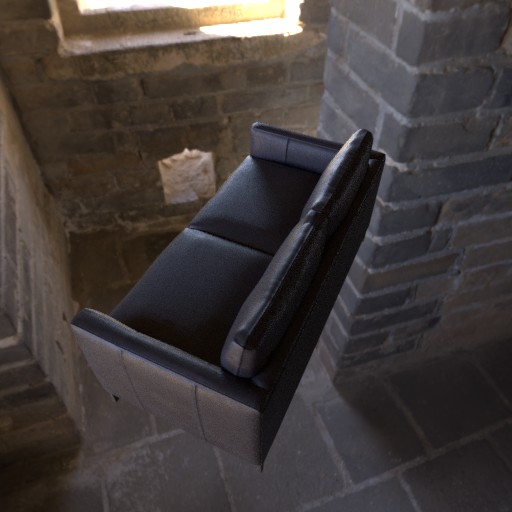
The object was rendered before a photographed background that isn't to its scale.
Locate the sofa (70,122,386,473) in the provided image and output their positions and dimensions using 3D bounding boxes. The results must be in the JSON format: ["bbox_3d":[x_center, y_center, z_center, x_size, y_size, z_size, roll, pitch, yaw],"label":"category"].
[{"bbox_3d":[0.000,0.000,2.360,0.947,0.883,1.805,17,49,16],"label":"sofa"}]
